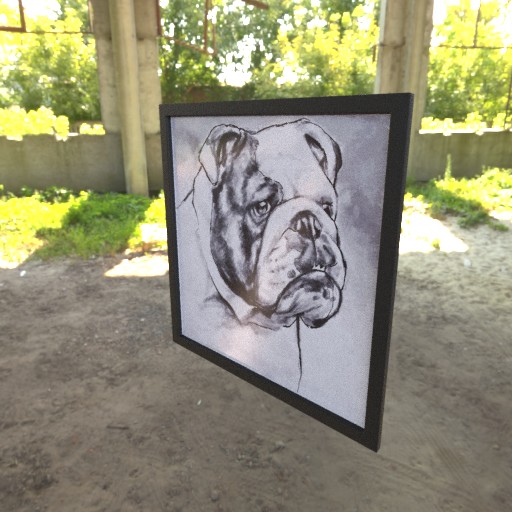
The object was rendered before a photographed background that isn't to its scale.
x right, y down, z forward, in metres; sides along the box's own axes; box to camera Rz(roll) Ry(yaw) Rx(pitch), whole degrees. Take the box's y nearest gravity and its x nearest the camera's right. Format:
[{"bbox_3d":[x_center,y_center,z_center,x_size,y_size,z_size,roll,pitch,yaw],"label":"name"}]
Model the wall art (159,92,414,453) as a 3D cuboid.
[{"bbox_3d":[0.000,0.000,0.990,0.663,0.659,0.016,15,23,42],"label":"wall art"}]
